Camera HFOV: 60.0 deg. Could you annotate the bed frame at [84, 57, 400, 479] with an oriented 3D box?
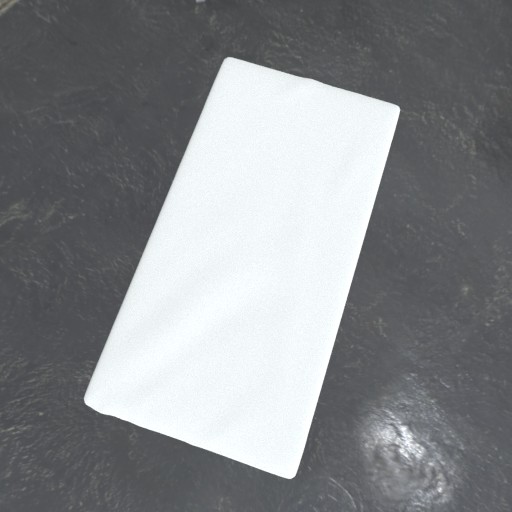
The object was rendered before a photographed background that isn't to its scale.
[{"bbox_3d":[0.000,0.000,2.374,0.989,0.619,1.903,18,76,5],"label":"bed frame"}]
